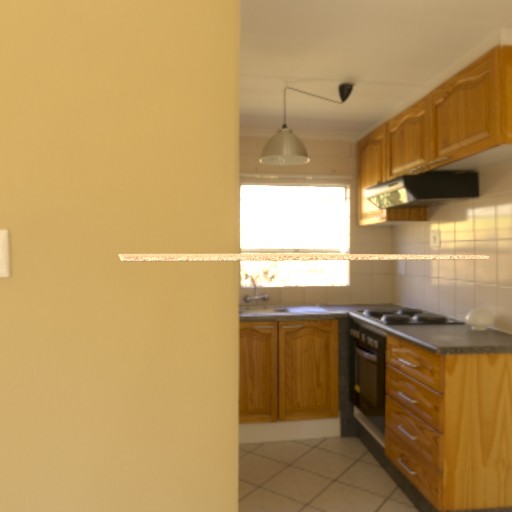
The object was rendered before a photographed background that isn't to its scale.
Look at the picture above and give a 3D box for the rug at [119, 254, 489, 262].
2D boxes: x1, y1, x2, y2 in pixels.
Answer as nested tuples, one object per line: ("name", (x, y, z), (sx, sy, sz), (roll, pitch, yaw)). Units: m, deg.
("rug", (0.000, 0.000, 4.135), (2.438, 0.029, 3.047), (0, 1, -17))
